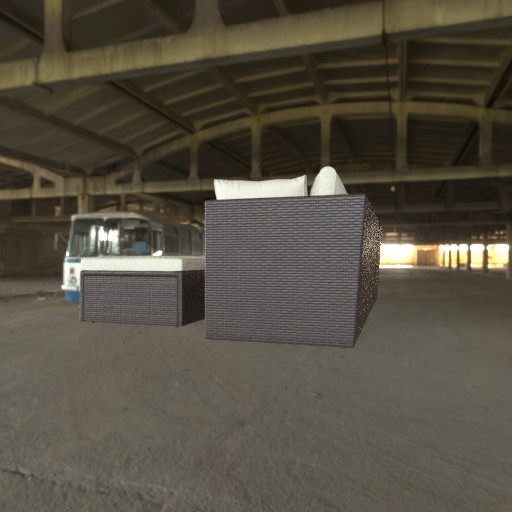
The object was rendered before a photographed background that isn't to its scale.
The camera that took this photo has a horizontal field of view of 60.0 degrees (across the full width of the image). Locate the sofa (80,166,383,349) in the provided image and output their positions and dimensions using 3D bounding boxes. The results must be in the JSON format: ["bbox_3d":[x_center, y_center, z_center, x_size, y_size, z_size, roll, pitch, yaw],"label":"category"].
[{"bbox_3d":[0.000,0.000,3.038,1.612,0.766,2.192,0,0,17],"label":"sofa"}]
